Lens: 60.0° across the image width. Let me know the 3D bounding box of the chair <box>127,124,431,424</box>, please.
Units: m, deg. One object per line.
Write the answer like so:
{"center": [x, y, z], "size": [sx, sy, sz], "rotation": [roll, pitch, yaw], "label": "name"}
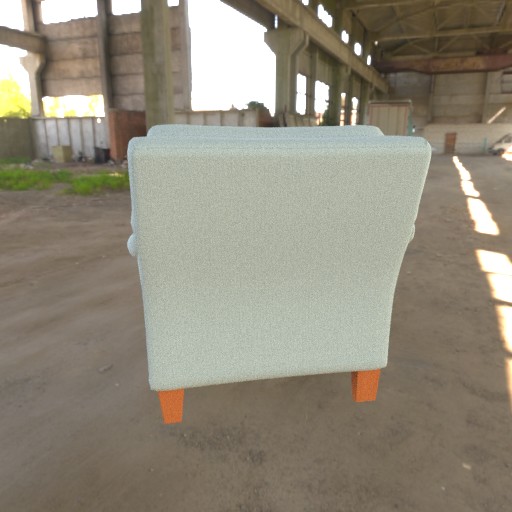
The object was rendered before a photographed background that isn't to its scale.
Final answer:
{"center": [0.000, 0.000, 1.847], "size": [0.955, 1.038, 1.070], "rotation": [-3, 16, -10], "label": "chair"}
